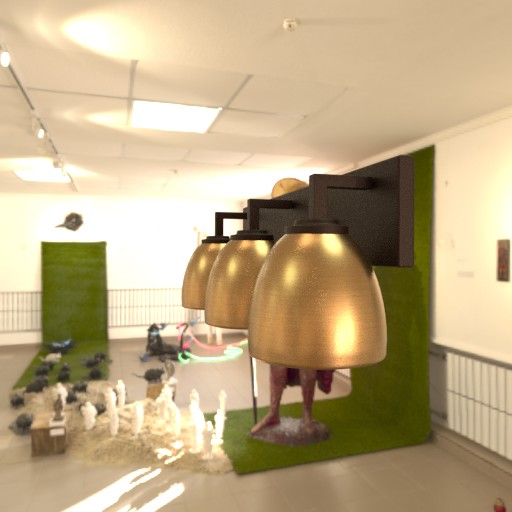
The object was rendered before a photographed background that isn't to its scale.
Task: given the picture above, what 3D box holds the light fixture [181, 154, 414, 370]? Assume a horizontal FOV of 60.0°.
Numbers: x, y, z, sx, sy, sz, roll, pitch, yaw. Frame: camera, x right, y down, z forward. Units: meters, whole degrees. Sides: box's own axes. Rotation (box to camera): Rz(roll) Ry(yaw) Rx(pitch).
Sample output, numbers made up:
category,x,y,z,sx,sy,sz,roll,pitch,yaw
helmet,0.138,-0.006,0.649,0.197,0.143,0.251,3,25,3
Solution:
category,x,y,z,sx,sy,sz,roll,pitch,yaw
light fixture,0.000,0.000,0.678,0.157,0.204,0.582,0,0,-18
